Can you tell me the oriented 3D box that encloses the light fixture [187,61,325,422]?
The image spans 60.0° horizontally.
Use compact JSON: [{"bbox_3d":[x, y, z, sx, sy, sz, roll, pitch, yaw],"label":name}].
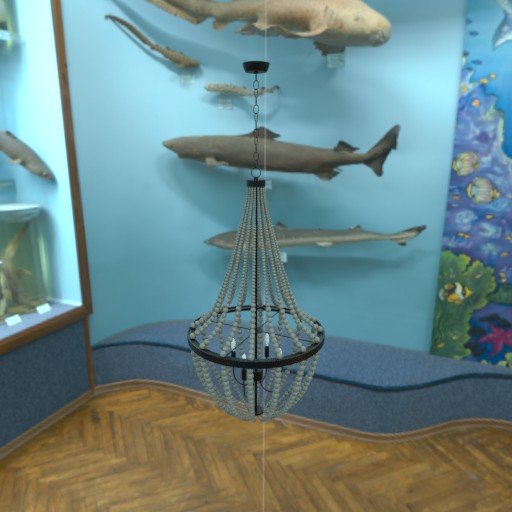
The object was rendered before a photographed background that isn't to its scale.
[{"bbox_3d":[0.000,0.000,1.403,0.450,1.133,0.450,0,15,0],"label":"light fixture"}]
